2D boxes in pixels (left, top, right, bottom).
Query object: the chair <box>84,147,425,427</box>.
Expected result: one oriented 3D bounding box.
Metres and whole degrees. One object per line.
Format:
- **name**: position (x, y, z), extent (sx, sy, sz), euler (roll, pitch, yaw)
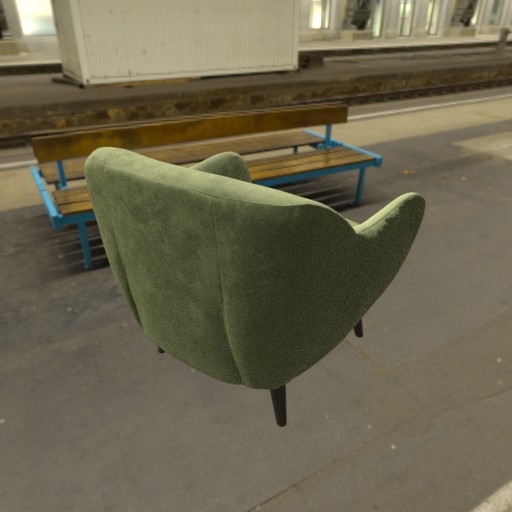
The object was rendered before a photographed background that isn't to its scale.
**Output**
- **chair**: position (0.000, 0.000, 1.490), extent (0.840, 0.804, 0.819), euler (20, 35, 32)
